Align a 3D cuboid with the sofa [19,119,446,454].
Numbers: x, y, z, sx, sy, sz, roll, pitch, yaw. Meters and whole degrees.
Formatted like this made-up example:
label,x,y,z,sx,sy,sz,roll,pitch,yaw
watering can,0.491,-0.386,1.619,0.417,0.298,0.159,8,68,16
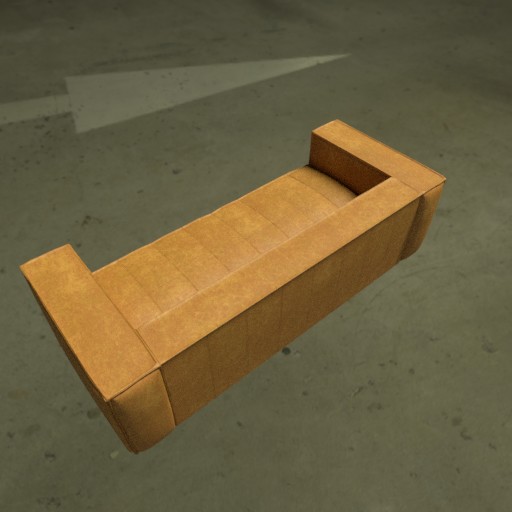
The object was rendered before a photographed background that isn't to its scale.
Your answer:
label,x,y,z,sx,sy,sz,roll,pitch,yaw
sofa,0.000,0.000,2.968,2.581,0.701,1.102,-31,53,-26
